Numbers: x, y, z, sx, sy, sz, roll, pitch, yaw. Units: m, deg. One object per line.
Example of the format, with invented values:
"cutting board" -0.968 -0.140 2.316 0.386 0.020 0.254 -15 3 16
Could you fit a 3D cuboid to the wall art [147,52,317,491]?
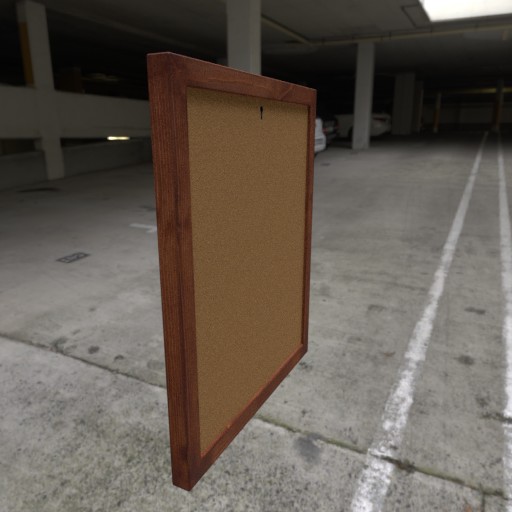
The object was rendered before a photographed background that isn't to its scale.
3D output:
"wall art" 0.000 0.000 0.741 0.030 0.558 0.462 8 17 26
